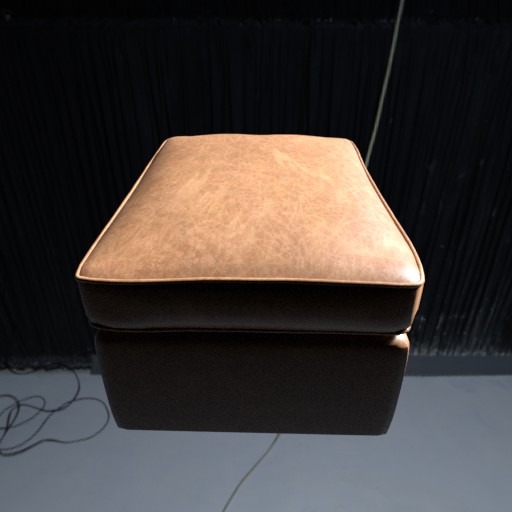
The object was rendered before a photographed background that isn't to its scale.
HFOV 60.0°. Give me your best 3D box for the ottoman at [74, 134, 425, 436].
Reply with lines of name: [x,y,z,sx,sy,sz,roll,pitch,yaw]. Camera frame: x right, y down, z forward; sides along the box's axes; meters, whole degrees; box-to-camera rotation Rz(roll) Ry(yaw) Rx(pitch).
ottoman: [0.000,0.000,1.072,0.554,0.468,0.756,1,31,1]
